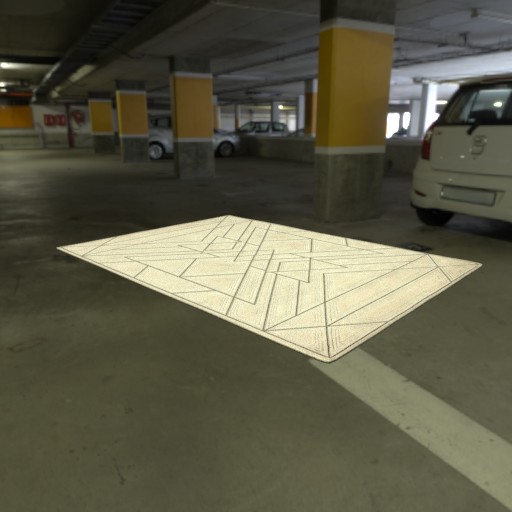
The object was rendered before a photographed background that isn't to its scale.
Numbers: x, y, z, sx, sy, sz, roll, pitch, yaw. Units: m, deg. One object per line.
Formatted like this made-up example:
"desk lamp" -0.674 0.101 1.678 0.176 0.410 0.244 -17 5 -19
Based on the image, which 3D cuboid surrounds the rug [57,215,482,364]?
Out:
"rug" 0.000 0.000 4.287 3.381 0.026 2.436 15 22 41
